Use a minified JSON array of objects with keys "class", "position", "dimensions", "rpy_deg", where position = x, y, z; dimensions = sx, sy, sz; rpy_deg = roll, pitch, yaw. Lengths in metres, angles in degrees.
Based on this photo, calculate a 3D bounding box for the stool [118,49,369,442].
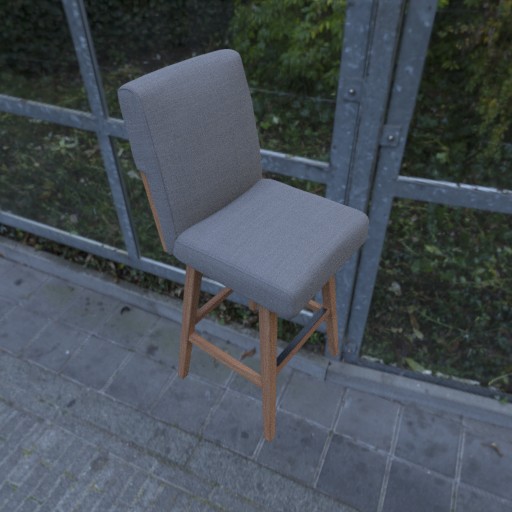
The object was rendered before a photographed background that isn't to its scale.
[{"class":"stool","position":[0.000,0.000,1.436],"dimensions":[0.570,1.112,0.483],"rpy_deg":[26,46,28]}]
